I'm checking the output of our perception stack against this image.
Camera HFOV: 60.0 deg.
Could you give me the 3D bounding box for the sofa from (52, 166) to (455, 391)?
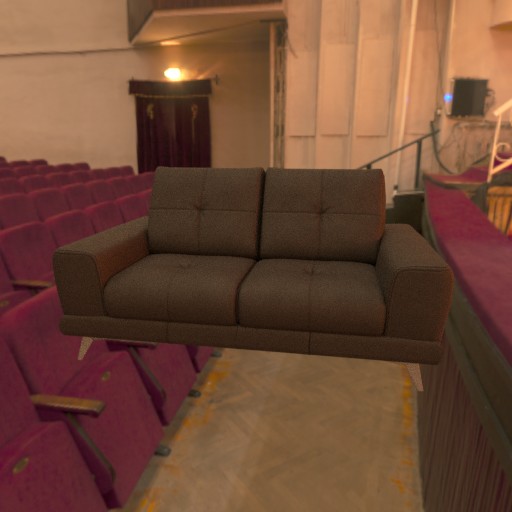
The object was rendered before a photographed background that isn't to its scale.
[{"bbox_3d":[0.000,0.000,2.383,1.806,0.907,1.018,3,15,10],"label":"sofa"}]
